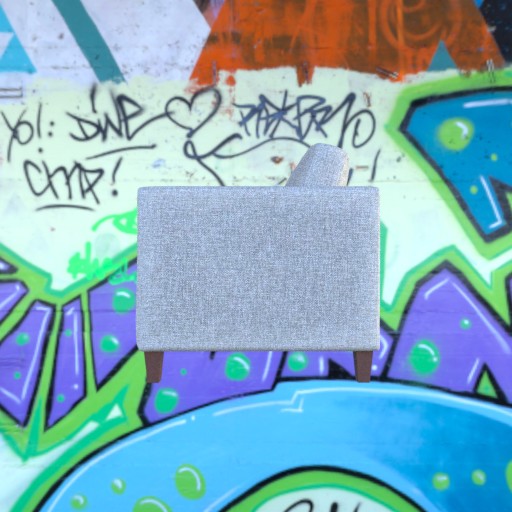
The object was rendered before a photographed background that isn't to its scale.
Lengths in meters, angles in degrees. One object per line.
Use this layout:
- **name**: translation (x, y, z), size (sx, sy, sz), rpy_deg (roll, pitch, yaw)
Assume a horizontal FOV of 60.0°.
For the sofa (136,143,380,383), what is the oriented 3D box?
- **sofa**: translation (0.000, 0.000, 2.857), size (0.948, 0.951, 2.434), rpy_deg (0, 1, 0)
